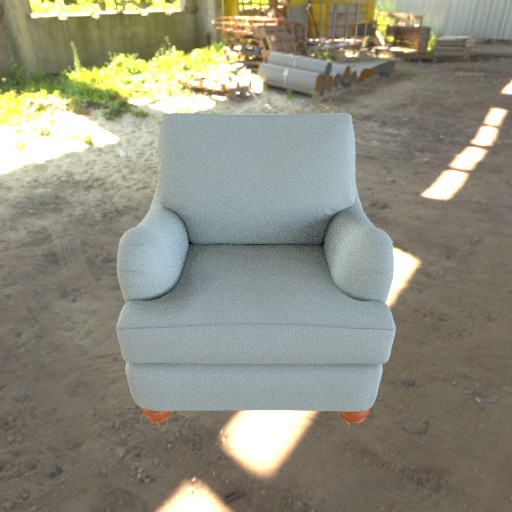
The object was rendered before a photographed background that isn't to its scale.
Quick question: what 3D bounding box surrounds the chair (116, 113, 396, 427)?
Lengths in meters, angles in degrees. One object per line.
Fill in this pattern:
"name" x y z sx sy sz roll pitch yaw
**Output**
"chair" 0.000 0.000 1.853 0.955 1.038 1.070 0 30 0
